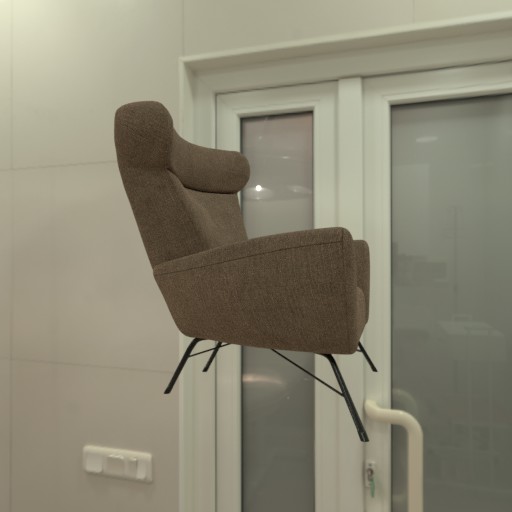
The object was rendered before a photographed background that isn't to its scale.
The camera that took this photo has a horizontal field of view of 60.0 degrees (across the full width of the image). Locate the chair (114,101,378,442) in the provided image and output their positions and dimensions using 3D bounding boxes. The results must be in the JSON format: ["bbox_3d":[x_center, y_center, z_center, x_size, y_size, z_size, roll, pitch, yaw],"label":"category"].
[{"bbox_3d":[0.000,0.000,1.742,0.900,1.040,0.980,0,0,17],"label":"chair"}]
